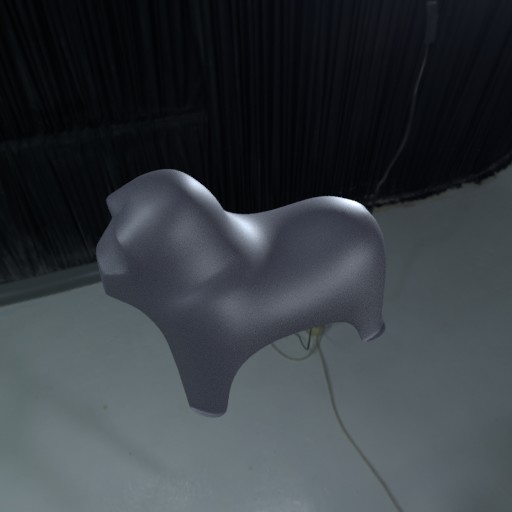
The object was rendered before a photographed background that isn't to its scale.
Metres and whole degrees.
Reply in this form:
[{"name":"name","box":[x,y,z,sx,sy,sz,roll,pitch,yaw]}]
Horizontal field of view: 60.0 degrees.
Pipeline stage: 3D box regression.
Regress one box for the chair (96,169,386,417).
[{"name":"chair","box":[0.000,0.000,1.158,0.758,0.600,0.490,-16,49,-15]}]
